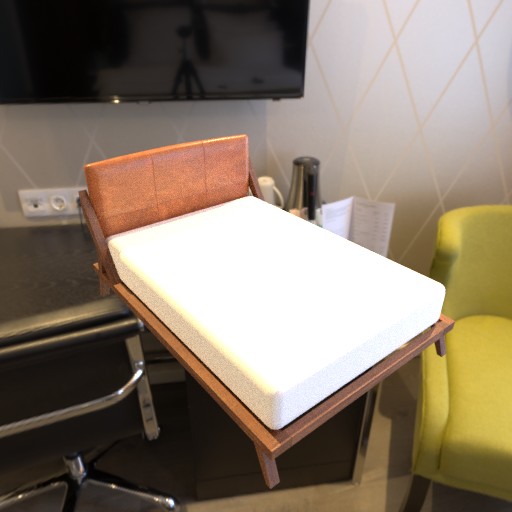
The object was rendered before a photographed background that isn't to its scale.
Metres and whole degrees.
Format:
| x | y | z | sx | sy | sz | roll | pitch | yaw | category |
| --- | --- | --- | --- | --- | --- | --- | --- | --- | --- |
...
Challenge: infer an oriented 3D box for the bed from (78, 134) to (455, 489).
| x | y | z | sx | sy | sz | roll | pitch | yaw | category |
| --- | --- | --- | --- | --- | --- | --- | --- | --- | --- |
| 0.000 | 0.000 | 3.236 | 1.651 | 1.168 | 2.311 | -21 | 35 | -33 | bed |
